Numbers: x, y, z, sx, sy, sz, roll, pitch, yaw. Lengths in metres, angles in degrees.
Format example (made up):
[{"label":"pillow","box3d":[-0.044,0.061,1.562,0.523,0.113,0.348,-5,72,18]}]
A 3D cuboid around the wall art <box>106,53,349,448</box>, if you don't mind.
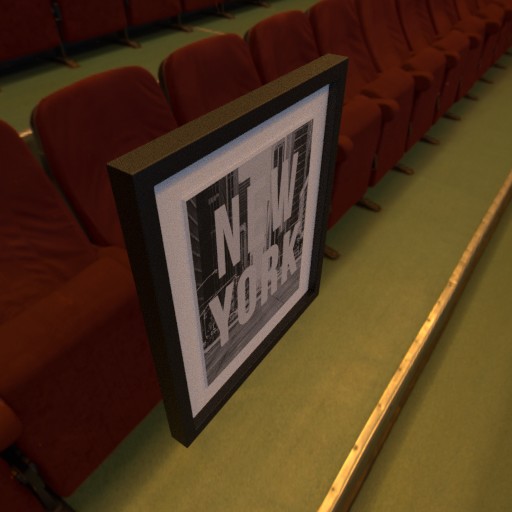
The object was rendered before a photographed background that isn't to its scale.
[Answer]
[{"label":"wall art","box3d":[0.000,0.000,0.531,0.028,0.381,0.328,25,46,26]}]
